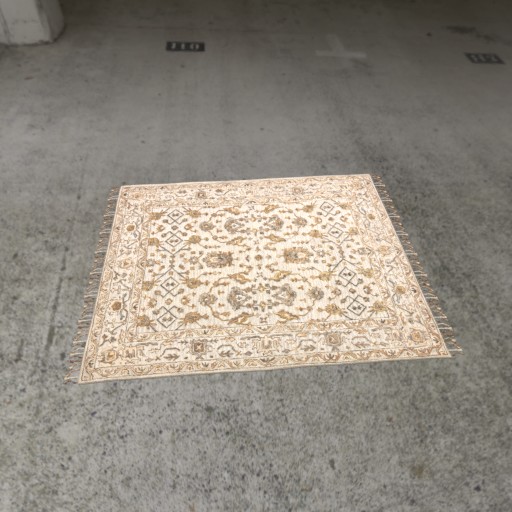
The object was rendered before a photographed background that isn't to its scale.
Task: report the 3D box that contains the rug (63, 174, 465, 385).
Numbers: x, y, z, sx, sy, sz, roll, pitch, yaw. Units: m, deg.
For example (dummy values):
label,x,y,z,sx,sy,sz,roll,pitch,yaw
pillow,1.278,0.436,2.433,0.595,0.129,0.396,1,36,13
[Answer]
label,x,y,z,sx,sy,sz,roll,pitch,yaw
rug,0.000,0.000,4.181,3.061,0.034,2.426,-3,46,-3
